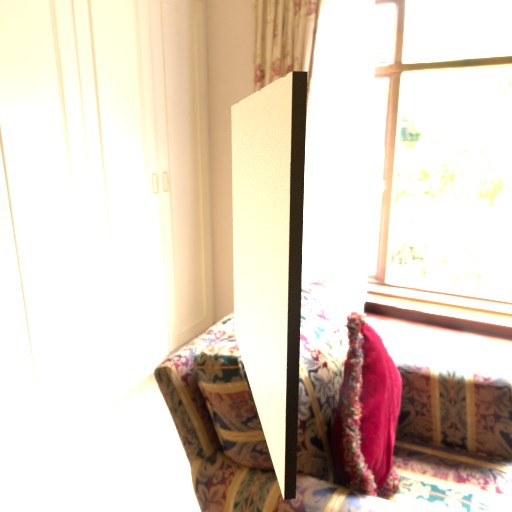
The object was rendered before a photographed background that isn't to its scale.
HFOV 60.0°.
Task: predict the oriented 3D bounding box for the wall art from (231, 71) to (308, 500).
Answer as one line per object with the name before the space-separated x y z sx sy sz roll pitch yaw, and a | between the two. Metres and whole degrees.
wall art | 0.000 0.000 0.648 0.014 0.445 0.446 -3 15 -9
